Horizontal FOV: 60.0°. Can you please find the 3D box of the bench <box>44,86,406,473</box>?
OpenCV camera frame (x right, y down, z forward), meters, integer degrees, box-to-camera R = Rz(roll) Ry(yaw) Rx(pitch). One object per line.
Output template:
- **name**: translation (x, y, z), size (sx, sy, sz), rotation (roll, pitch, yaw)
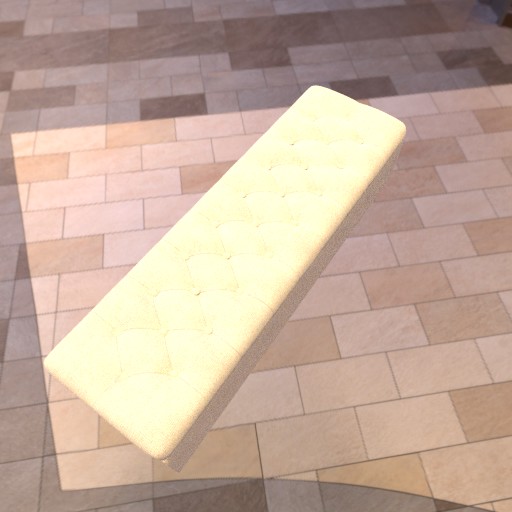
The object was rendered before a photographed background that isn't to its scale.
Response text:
- **bench**: translation (0.000, 0.000, 1.656), size (0.455, 0.467, 1.480), rotation (31, 63, 18)
